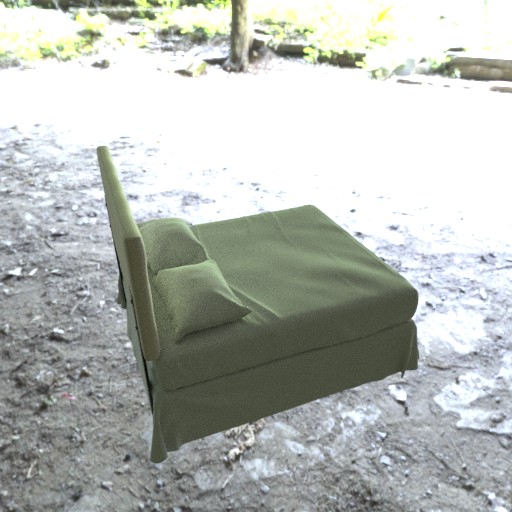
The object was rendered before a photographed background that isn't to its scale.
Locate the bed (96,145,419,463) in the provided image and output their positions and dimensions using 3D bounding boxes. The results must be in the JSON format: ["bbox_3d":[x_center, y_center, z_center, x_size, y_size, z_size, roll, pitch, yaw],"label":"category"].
[{"bbox_3d":[0.000,0.000,3.558,2.222,1.577,1.936,-12,33,-19],"label":"bed"}]
